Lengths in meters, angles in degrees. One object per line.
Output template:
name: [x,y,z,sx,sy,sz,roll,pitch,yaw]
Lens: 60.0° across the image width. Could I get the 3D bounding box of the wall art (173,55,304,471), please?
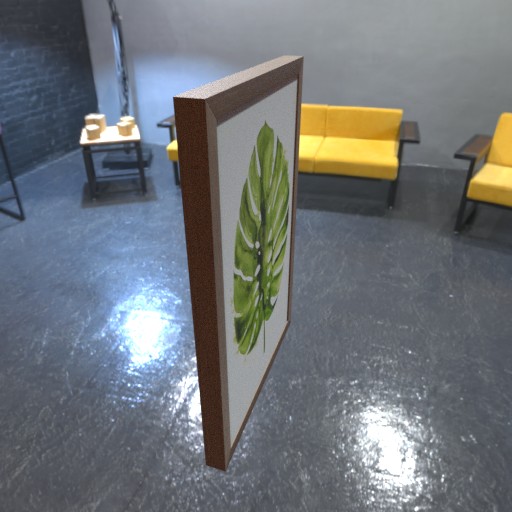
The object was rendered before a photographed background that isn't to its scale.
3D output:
wall art: [0.000,0.000,0.656,0.032,0.510,0.358,10,31,16]
